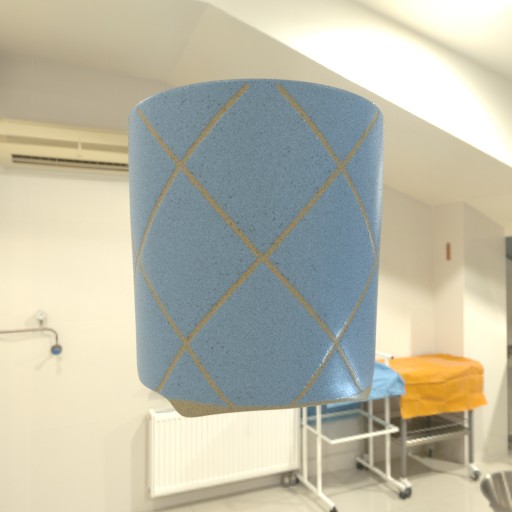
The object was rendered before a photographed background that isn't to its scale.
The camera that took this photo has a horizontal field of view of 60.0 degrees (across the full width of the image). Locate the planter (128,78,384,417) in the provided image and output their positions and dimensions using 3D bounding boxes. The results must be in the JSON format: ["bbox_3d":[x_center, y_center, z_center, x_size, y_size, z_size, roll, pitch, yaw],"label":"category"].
[{"bbox_3d":[0.000,0.000,0.407,0.227,0.235,0.227,0,-1,0],"label":"planter"}]
